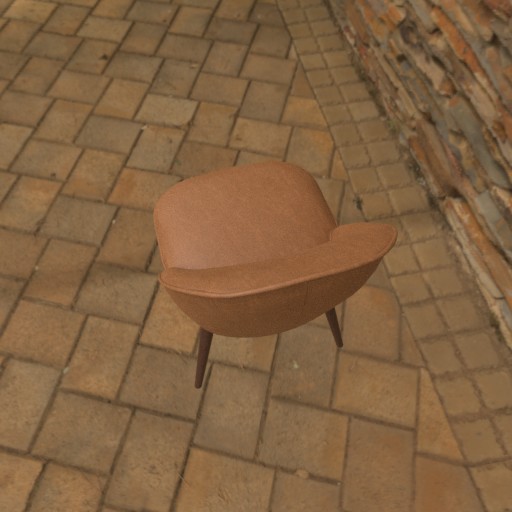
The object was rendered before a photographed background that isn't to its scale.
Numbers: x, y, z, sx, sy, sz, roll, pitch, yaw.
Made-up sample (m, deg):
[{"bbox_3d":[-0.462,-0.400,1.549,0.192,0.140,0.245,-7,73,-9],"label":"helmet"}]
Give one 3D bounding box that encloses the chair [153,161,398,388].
[{"bbox_3d":[0.000,0.000,1.222,0.521,0.831,0.631,-14,59,-8],"label":"chair"}]
